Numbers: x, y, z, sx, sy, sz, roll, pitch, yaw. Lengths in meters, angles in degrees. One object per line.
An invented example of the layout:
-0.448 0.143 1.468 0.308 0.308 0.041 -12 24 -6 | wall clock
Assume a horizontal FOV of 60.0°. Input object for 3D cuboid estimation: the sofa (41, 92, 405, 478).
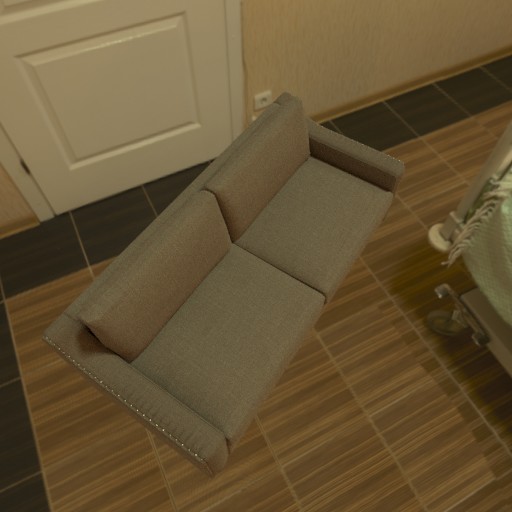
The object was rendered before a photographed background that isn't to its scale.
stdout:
0.000 0.000 2.679 1.000 0.857 2.208 29 62 18 | sofa
